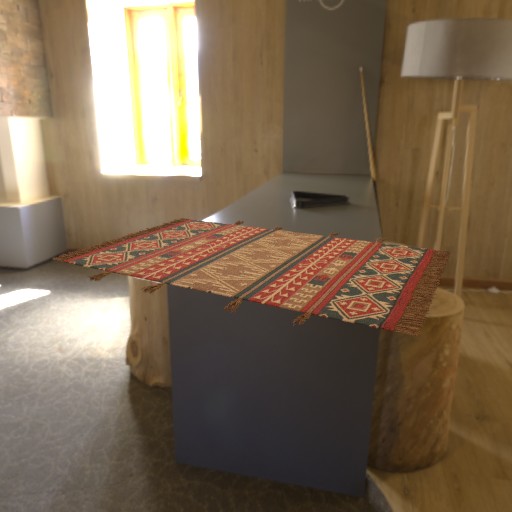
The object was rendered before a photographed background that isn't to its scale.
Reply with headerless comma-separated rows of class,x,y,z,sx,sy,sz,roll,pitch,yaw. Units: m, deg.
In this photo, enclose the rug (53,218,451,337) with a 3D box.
rug,0.000,0.000,2.599,2.025,0.040,1.469,9,19,27
